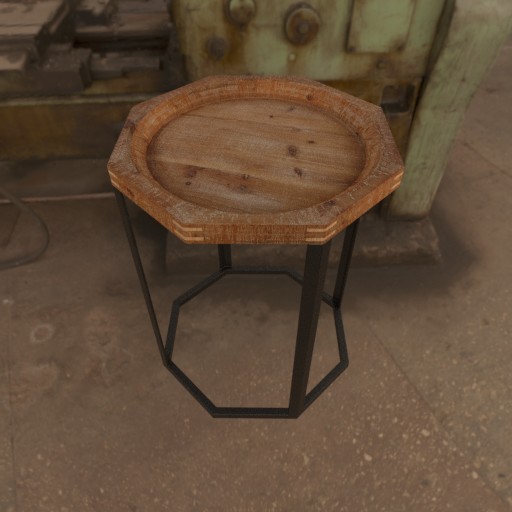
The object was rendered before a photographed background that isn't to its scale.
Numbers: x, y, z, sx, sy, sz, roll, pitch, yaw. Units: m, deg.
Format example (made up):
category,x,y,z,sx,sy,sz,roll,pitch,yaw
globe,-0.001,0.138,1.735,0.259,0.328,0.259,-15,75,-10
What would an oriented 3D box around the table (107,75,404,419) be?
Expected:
category,x,y,z,sx,sy,sz,roll,pitch,yaw
table,0.000,0.000,0.884,0.458,0.543,0.458,-16,48,-15
